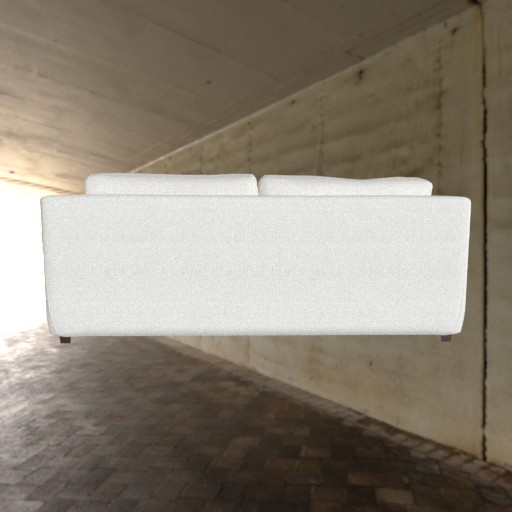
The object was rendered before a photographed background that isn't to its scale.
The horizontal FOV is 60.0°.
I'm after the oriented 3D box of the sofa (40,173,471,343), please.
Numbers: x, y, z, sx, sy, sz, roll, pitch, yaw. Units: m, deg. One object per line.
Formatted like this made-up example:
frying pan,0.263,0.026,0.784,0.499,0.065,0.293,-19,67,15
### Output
sofa,0.000,0.000,3.012,2.470,1.022,1.009,0,0,-1
